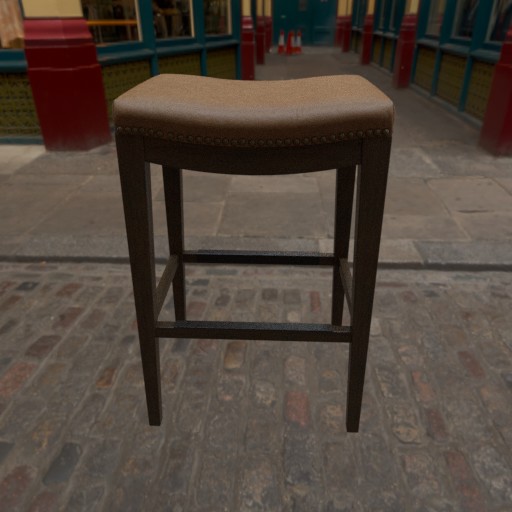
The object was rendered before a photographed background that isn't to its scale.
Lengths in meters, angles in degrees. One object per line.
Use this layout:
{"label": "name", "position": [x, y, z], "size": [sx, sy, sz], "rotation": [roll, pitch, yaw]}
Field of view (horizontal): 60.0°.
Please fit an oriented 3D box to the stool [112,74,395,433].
{"label": "stool", "position": [0.000, 0.000, 1.034], "size": [0.500, 0.759, 0.361], "rotation": [1, 29, 2]}
